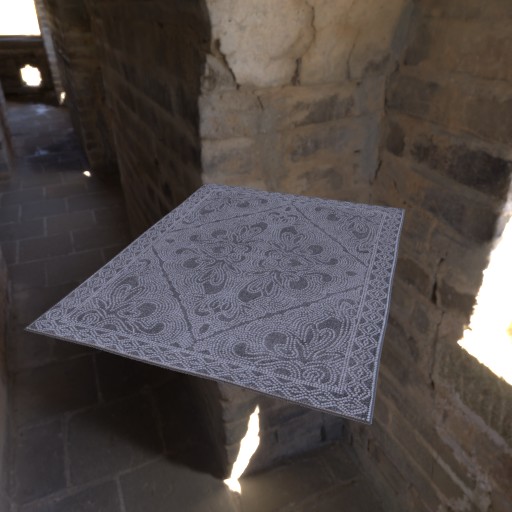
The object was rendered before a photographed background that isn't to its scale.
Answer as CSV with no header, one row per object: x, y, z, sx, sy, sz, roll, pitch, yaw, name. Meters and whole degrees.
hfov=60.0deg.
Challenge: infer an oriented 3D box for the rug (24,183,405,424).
0.000,0.000,4.009,2.438,0.012,3.048,10,32,17,rug
